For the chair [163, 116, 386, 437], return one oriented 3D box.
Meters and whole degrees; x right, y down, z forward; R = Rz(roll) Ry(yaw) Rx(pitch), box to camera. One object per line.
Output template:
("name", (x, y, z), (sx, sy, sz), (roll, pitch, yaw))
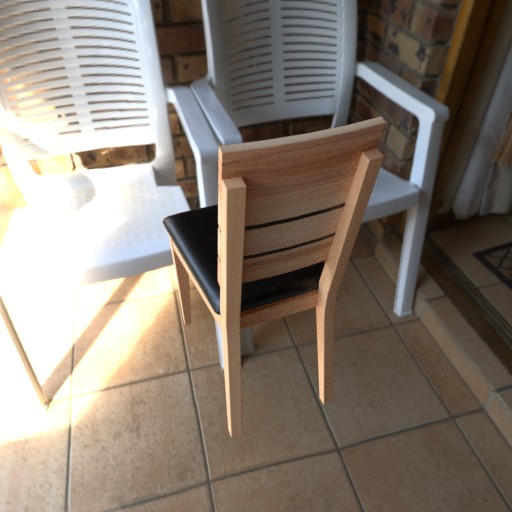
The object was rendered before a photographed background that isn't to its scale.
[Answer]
("chair", (0.000, 0.000, 1.204), (0.410, 0.940, 0.520), (-14, 44, -15))
